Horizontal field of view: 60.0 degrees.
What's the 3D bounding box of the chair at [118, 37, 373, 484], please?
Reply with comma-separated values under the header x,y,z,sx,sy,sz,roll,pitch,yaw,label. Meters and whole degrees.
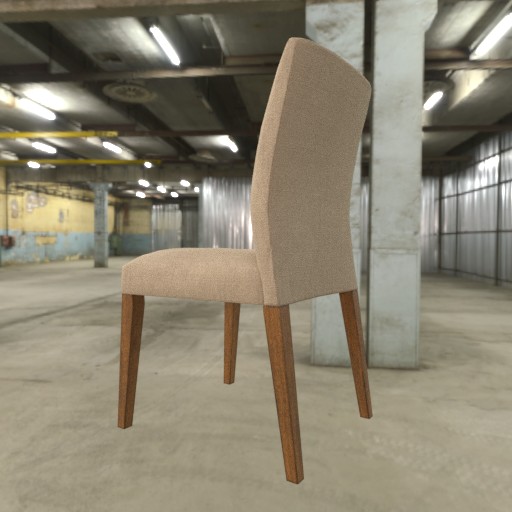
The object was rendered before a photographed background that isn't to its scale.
x,y,z,sx,sy,sz,roll,pitch,yaw,label
0.000,0.000,1.248,0.585,0.940,0.496,1,2,34,chair
